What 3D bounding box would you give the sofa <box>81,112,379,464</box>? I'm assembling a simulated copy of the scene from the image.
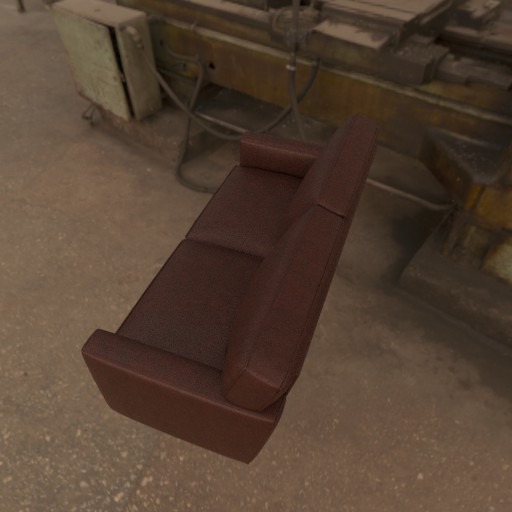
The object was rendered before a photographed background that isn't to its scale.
[{"bbox_3d":[0.000,0.000,2.390,0.912,0.928,1.876,15,48,14],"label":"sofa"}]
